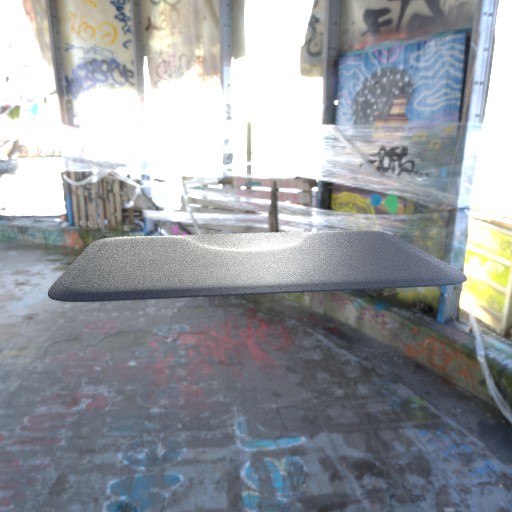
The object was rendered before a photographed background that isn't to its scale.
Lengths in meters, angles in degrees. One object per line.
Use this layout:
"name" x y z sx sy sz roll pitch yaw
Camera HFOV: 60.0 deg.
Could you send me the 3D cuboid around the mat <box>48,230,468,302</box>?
"mat" 0.000 0.000 1.919 1.524 0.013 0.918 -2 16 -7
